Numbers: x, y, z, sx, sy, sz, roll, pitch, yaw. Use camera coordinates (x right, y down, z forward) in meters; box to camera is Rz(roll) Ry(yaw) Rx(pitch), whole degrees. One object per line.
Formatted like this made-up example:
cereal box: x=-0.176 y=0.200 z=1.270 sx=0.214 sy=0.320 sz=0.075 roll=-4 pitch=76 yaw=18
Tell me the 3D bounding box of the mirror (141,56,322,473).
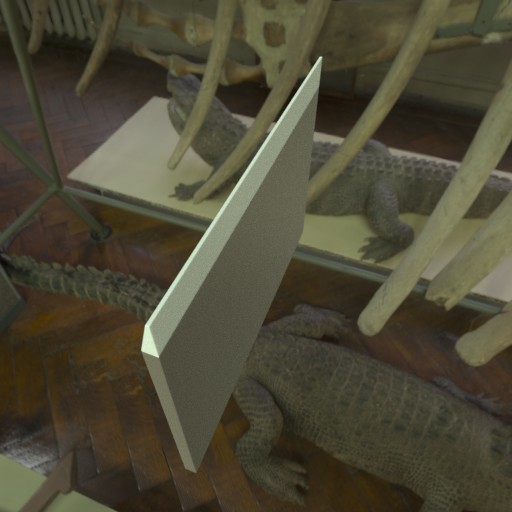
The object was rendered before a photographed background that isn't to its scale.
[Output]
mirror: x=0.000 y=0.000 z=1.096 sx=0.030 sy=0.630 sz=0.870 roll=16 pitch=50 yaw=14
